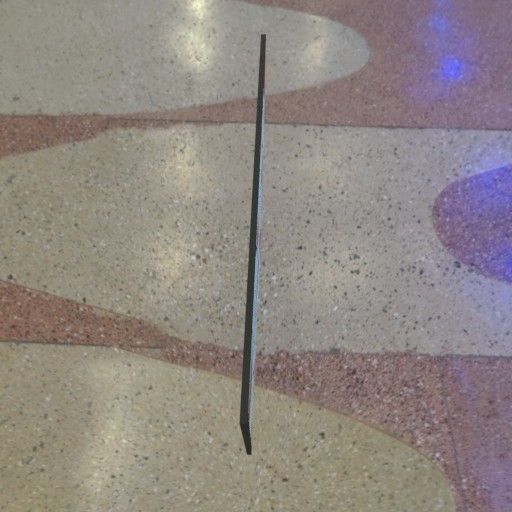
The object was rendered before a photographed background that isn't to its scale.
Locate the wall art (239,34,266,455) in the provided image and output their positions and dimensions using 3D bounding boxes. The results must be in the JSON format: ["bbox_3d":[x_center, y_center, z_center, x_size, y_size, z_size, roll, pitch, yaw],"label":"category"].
[{"bbox_3d":[0.000,0.000,1.228,0.013,0.665,0.963,2,62,1],"label":"wall art"}]
